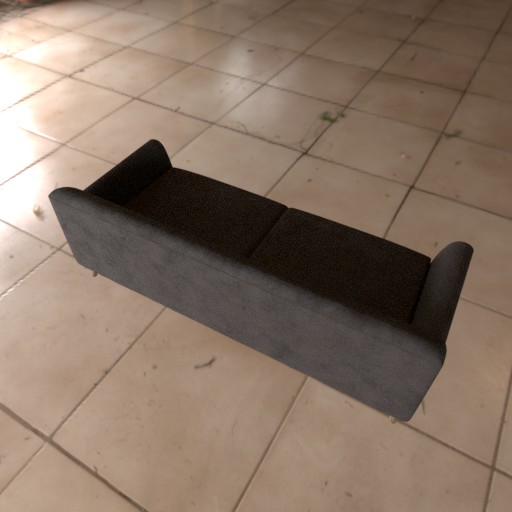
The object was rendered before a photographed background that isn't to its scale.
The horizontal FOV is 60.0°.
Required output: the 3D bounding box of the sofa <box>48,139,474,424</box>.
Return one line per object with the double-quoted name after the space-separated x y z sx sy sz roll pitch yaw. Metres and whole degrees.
0.000 0.000 2.619 2.190 0.740 0.900 22 50 20 "sofa"
